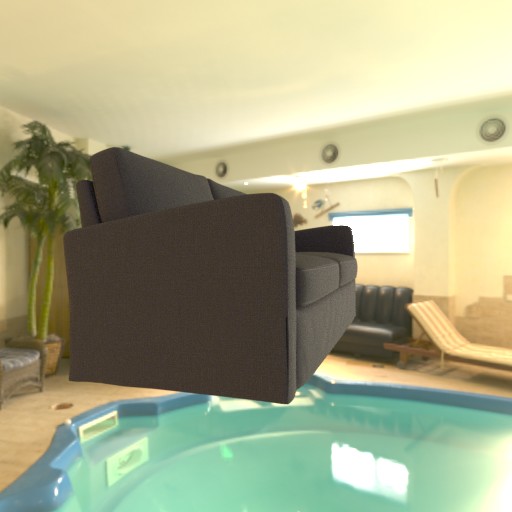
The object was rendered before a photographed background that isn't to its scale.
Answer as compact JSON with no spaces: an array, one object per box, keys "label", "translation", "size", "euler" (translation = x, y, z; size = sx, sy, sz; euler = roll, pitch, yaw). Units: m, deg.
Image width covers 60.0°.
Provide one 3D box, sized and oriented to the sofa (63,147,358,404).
[{"label":"sofa","translation":[0.000,0.000,2.275],"size":[0.898,0.839,1.852],"euler":[0,1,19]}]
